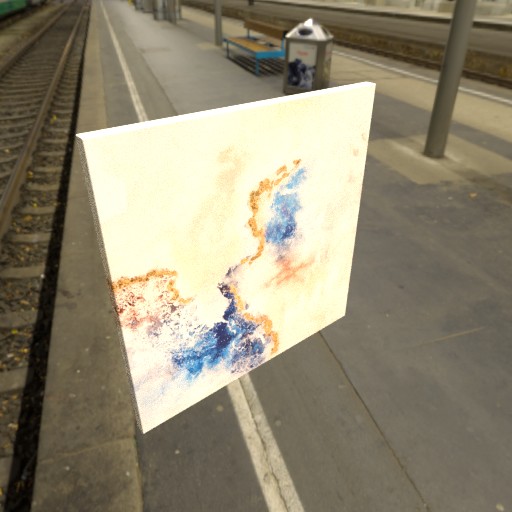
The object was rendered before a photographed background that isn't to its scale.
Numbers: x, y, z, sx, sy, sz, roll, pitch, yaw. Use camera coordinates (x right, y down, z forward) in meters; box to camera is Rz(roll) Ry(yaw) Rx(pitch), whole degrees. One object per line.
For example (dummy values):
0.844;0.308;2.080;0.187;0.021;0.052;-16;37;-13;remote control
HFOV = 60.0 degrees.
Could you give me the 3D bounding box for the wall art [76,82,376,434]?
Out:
0.000;0.000;1.336;0.889;0.889;0.038;-23;38;-32;wall art
